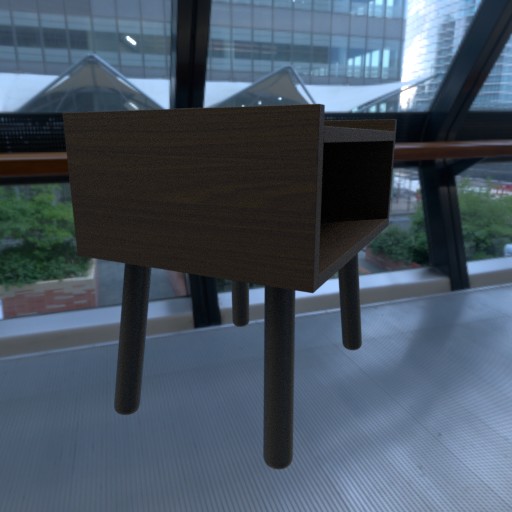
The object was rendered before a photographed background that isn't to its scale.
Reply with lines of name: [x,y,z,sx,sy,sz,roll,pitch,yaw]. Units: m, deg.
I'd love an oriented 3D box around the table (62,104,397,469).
table: [0.000,0.000,0.784,0.370,0.470,0.450,7,17,26]
